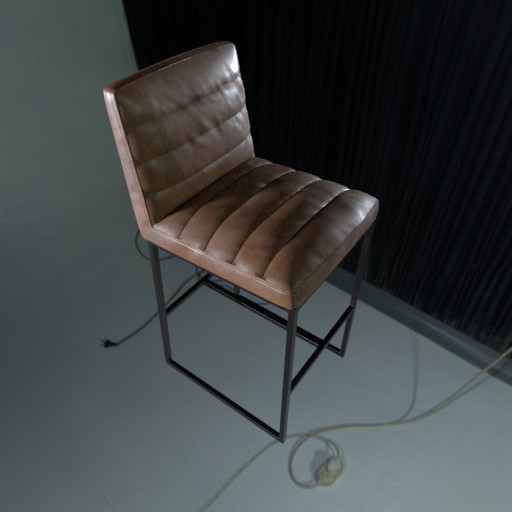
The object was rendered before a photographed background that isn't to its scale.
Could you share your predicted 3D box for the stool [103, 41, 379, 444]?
[{"bbox_3d":[0.000,0.000,1.354,0.562,1.065,0.463,26,48,26],"label":"stool"}]
